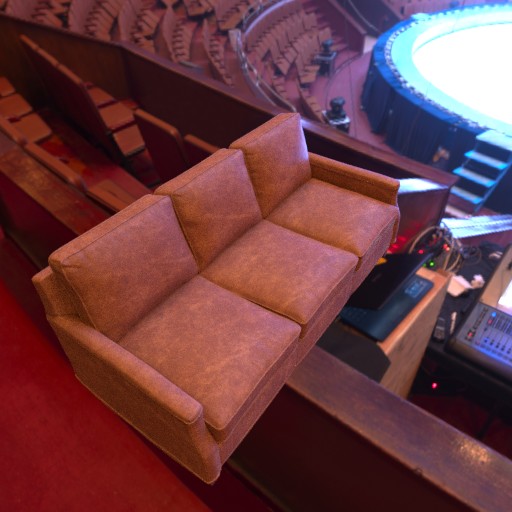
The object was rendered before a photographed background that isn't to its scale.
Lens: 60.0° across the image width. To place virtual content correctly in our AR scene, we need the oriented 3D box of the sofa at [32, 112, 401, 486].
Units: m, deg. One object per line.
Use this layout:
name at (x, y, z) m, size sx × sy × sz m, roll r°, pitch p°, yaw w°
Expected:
sofa at (0.000, 0.000, 2.732) m, size 1.084 × 1.003 × 2.246 m, roll 25°, pitch 47°, yaw 26°
